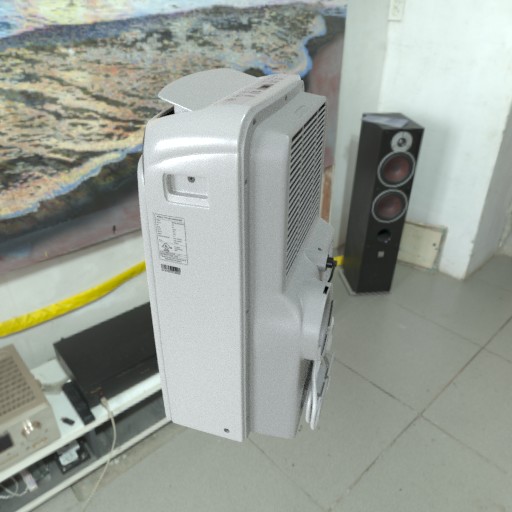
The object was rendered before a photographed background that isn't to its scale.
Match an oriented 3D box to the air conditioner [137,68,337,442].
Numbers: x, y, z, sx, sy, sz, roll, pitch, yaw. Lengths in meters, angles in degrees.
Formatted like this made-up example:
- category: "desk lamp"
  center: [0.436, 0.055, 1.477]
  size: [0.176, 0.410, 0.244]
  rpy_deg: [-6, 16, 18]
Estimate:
- category: "air conditioner"
  center: [0.000, 0.000, 1.048]
  size: [0.414, 0.786, 0.449]
  rpy_deg: [9, 32, 16]
